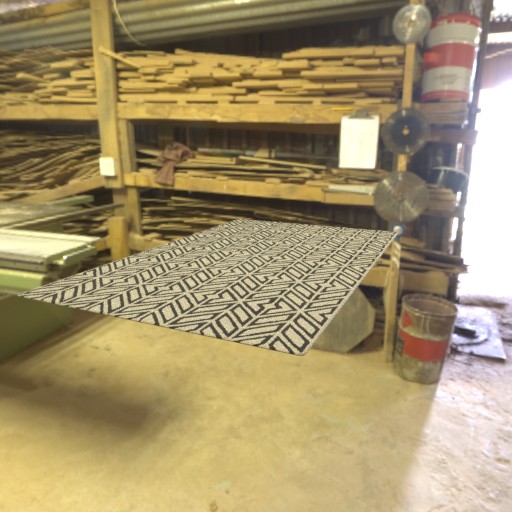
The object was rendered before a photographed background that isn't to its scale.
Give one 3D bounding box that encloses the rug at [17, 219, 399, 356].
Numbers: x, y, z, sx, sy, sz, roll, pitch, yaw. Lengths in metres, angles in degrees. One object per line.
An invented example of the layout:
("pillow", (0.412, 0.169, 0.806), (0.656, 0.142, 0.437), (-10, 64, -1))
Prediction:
("rug", (0.000, 0.000, 2.978), (1.523, 0.008, 2.438), (7, 16, 24))
